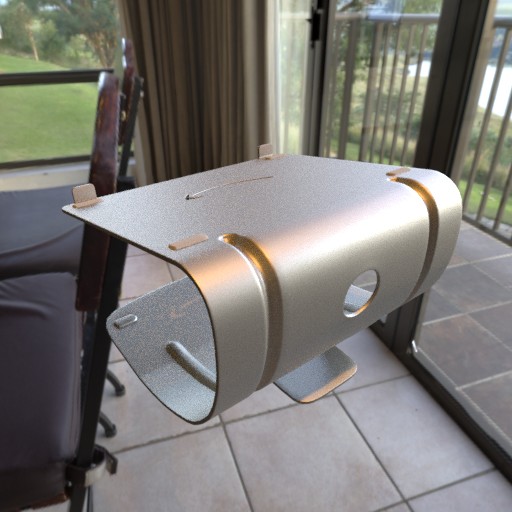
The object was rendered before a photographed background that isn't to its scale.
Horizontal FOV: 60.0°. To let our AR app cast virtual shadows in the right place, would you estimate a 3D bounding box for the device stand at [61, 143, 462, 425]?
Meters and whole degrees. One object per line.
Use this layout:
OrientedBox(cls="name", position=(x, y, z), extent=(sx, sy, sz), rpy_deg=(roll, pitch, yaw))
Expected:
OrientedBox(cls="device stand", position=(0.000, 0.000, 0.395), extent=(0.256, 0.155, 0.236), rpy_deg=(-21, 36, -32))
